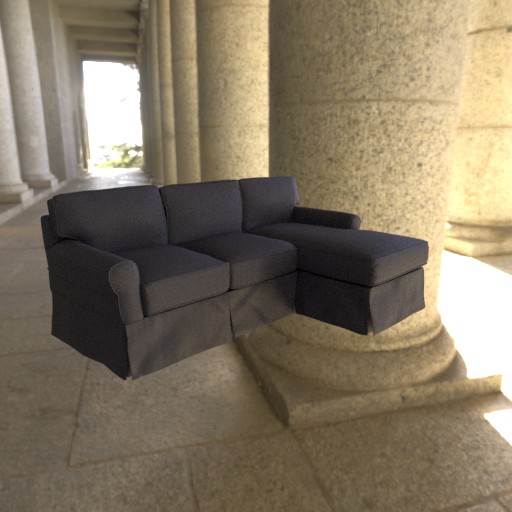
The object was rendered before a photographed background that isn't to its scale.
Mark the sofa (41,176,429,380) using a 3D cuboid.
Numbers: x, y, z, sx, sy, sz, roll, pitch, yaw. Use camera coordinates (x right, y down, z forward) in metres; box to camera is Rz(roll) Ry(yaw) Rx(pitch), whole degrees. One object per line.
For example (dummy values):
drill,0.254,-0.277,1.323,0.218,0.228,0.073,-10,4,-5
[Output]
sofa,0.000,0.000,3.324,2.518,1.039,1.637,-14,20,-43
